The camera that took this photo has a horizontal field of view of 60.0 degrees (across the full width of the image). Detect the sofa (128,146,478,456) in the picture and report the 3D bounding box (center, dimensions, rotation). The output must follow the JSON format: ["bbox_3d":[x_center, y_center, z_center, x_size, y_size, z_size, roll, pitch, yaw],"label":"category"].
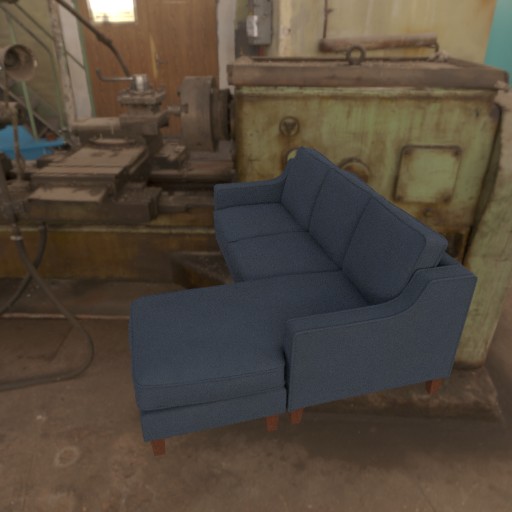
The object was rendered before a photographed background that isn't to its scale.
[{"bbox_3d":[0.000,0.000,3.264,1.858,1.066,2.317,-7,29,-13],"label":"sofa"}]
